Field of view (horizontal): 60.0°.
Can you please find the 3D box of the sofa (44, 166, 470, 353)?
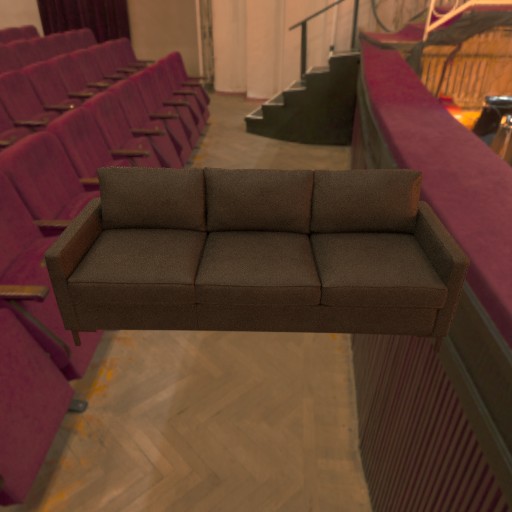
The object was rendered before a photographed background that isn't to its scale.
[{"bbox_3d":[0.000,0.000,2.427,2.029,0.805,0.748,1,30,1],"label":"sofa"}]
